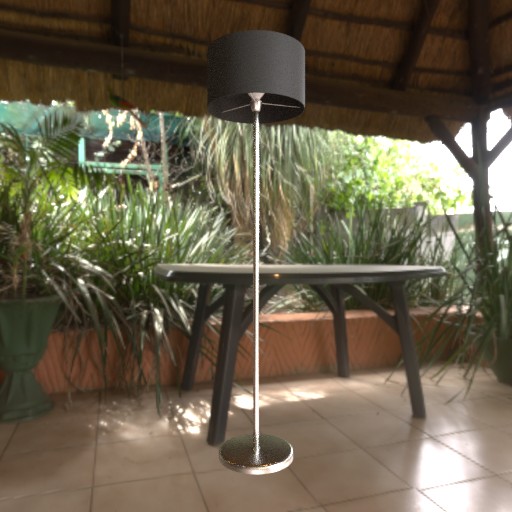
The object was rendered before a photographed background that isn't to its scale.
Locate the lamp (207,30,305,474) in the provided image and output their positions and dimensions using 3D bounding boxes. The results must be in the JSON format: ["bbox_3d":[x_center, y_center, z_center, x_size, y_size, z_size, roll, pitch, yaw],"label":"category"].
[{"bbox_3d":[0.000,0.000,1.593,0.348,1.443,0.348,0,1,-19],"label":"lamp"}]
